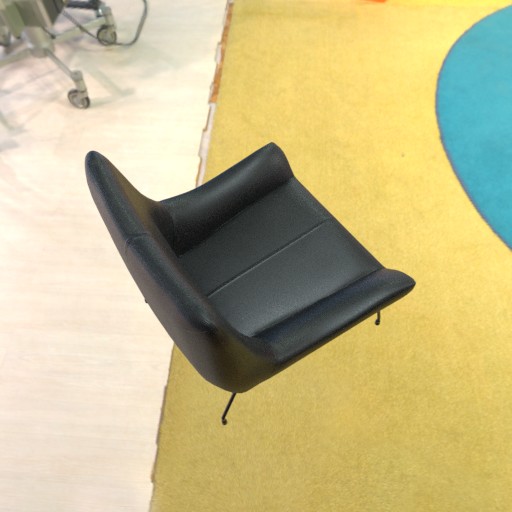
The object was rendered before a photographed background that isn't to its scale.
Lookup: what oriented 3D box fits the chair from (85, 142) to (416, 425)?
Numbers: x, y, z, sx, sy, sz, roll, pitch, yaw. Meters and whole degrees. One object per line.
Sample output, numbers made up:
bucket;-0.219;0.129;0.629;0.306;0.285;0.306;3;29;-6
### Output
chair;0.000;0.000;1.591;0.826;0.922;0.836;-31;63;-18
